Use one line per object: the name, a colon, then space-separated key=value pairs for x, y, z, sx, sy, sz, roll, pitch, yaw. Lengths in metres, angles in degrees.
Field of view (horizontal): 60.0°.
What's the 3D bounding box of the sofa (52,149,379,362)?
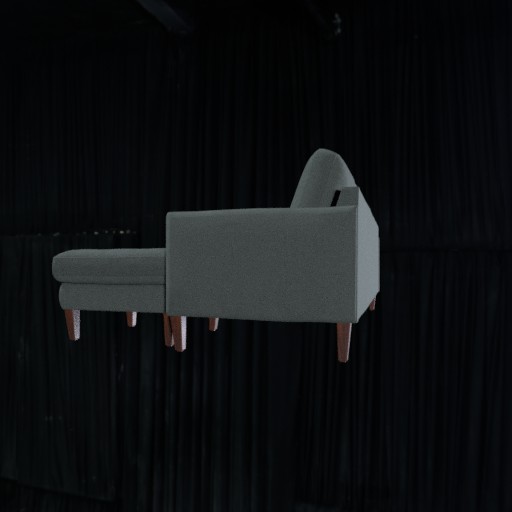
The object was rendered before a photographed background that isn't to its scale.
sofa: x=0.000 y=0.000 z=2.946 sx=1.506 sy=0.876 sz=2.178 roll=0 pitch=-1 yaw=18
